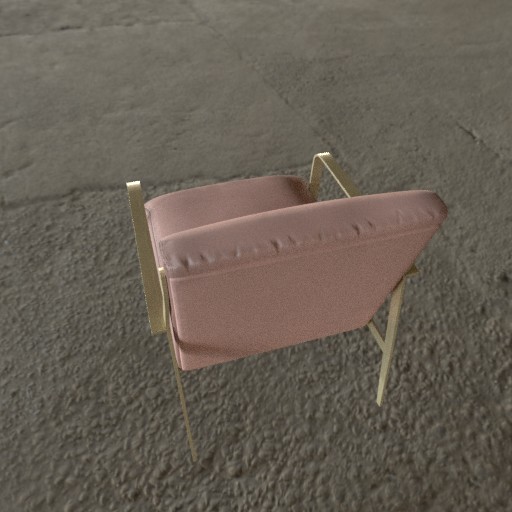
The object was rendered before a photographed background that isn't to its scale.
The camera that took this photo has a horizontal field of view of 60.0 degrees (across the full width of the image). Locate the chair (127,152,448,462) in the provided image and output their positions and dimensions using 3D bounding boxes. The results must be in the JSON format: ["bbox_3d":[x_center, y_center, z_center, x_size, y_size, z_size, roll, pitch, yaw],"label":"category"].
[{"bbox_3d":[0.000,0.000,1.415,0.701,0.823,0.848,-11,42,-13],"label":"chair"}]
